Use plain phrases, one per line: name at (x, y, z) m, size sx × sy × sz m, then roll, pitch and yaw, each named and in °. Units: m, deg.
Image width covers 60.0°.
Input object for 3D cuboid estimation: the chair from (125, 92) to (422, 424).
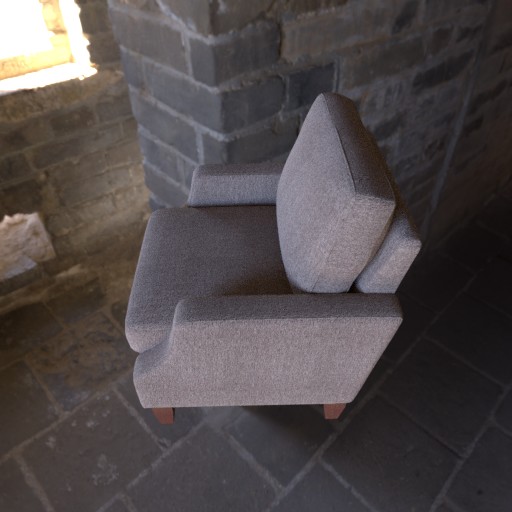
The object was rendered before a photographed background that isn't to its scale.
chair at (0.000, 0.000, 1.647) m, size 0.897 × 0.993 × 0.855 m, roll -1°, pitch 43°, yaw -1°
